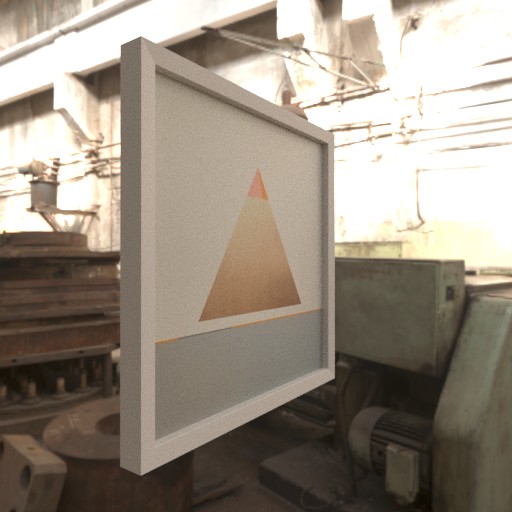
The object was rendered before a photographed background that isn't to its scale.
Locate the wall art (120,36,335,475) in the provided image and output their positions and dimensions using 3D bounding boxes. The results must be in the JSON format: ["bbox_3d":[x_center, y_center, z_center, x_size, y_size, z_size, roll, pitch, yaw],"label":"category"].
[{"bbox_3d":[0.000,0.000,1.852,0.098,1.291,1.289,0,0,36],"label":"wall art"}]
